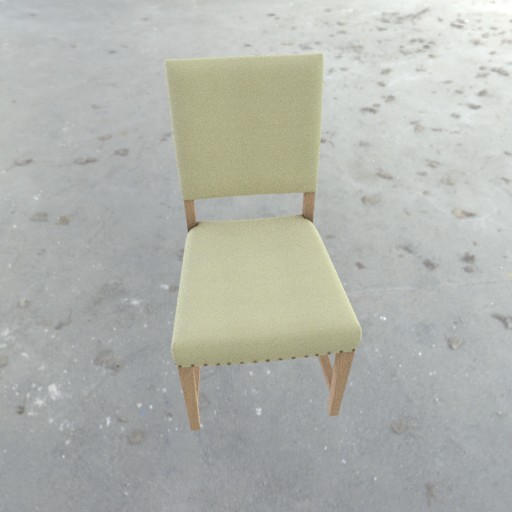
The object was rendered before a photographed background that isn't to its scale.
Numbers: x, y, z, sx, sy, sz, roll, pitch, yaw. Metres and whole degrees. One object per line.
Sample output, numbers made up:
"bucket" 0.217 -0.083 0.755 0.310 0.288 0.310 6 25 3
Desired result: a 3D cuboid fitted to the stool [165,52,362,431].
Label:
"stool" 0.000 0.000 1.353 0.508 0.986 0.623 -4 45 -4
